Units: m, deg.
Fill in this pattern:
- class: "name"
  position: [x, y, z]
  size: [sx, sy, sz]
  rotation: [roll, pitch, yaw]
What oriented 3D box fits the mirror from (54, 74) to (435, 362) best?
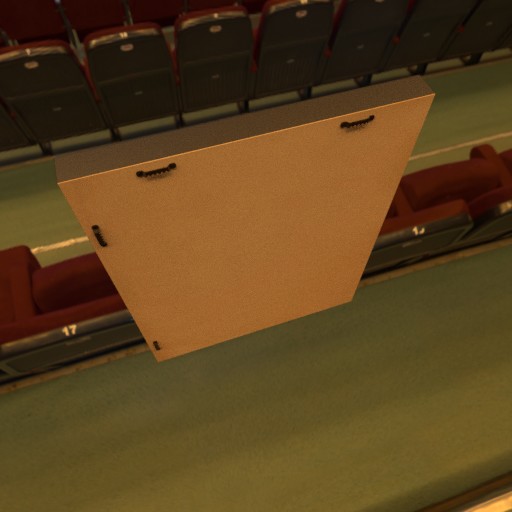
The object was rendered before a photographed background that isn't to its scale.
- class: "mirror"
  position: [0.000, 0.000, 0.673]
  size: [0.405, 0.508, 0.041]
  rotation: [-16, 59, -10]
